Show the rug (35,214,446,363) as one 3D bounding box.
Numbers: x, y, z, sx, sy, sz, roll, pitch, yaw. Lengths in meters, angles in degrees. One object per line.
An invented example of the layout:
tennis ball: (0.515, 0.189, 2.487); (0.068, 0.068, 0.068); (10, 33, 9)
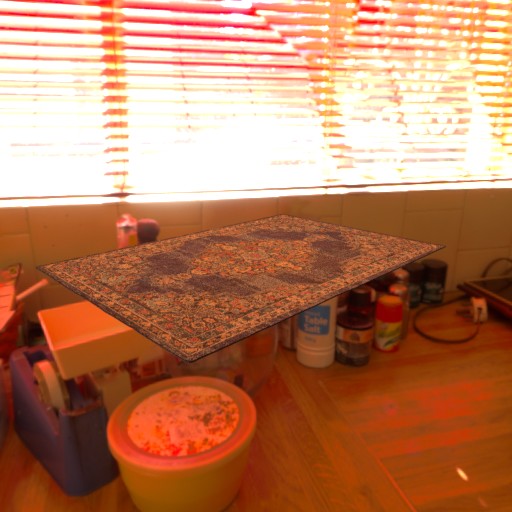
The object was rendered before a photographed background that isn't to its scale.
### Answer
rug: (0.000, 0.000, 3.806); (2.940, 0.011, 2.053); (-16, 23, -42)
